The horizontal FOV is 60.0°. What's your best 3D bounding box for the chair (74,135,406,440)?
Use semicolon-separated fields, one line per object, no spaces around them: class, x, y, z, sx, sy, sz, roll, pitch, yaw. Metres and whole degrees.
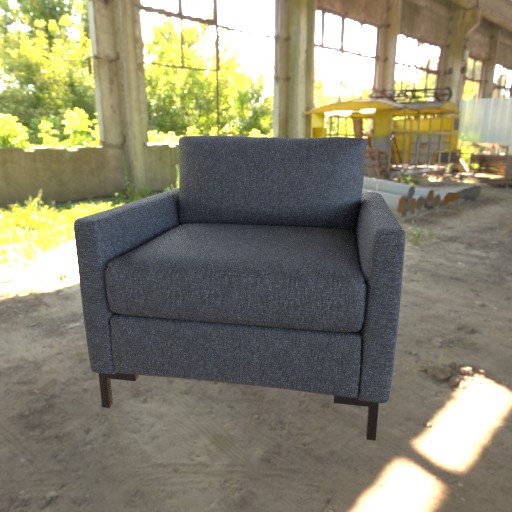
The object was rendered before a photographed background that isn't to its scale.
chair;0.000;0.000;1.641;0.963;0.861;0.866;3;16;10
